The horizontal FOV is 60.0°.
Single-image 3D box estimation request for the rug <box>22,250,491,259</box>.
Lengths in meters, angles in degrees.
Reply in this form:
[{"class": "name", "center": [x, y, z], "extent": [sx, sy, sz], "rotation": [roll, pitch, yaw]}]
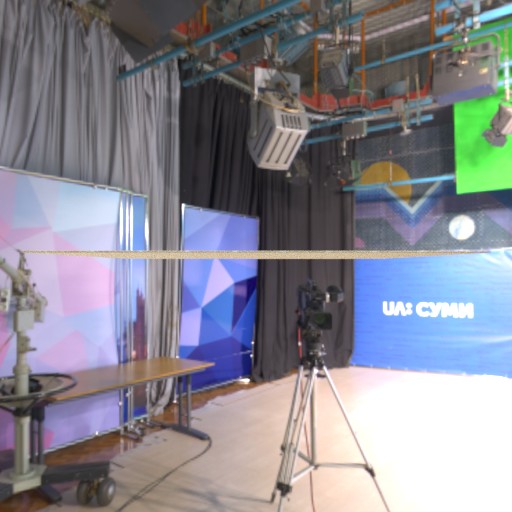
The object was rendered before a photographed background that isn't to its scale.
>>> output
[{"class": "rug", "center": [0.000, 0.000, 3.876], "extent": [2.894, 0.013, 2.286], "rotation": [0, -1, -1]}]
